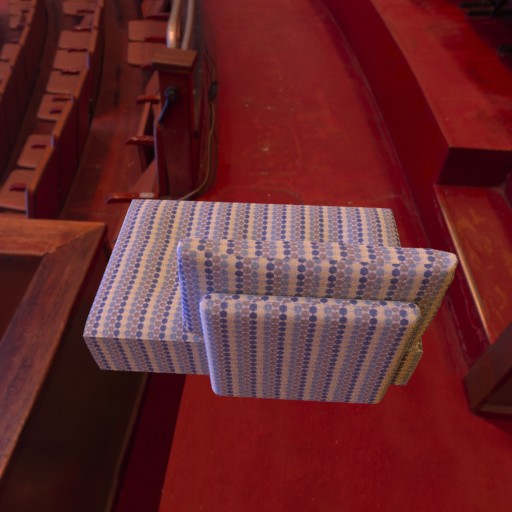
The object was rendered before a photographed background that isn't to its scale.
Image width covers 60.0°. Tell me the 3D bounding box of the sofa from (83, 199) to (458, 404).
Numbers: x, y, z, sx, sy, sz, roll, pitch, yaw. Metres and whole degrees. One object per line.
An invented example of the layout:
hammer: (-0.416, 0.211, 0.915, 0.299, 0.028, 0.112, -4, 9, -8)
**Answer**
sofa: (0.000, 0.000, 2.023, 1.450, 0.820, 1.000, 2, 48, 2)
